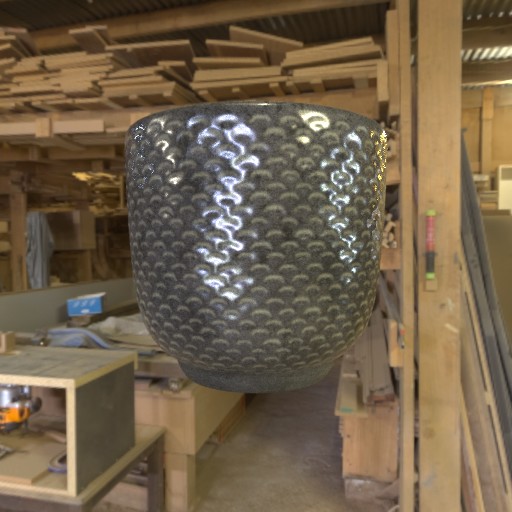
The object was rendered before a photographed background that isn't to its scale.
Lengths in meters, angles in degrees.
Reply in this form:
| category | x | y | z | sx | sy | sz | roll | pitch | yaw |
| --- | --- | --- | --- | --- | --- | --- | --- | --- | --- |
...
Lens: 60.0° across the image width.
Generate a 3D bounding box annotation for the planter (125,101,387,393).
| category | x | y | z | sx | sy | sz | roll | pitch | yaw |
| --- | --- | --- | --- | --- | --- | --- | --- | --- | --- |
| planter | 0.000 | 0.000 | 0.247 | 0.140 | 0.129 | 0.140 | 0 | 2 | 0 |
